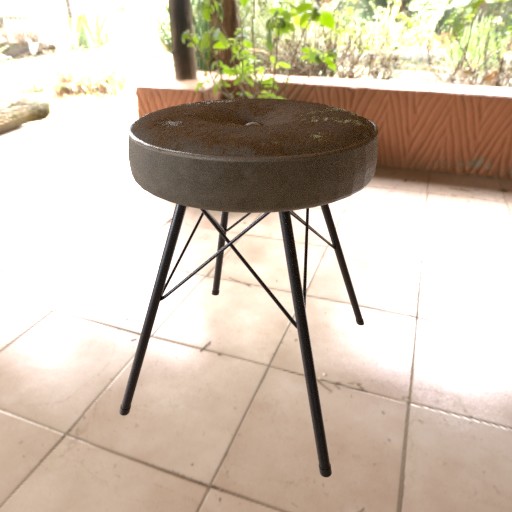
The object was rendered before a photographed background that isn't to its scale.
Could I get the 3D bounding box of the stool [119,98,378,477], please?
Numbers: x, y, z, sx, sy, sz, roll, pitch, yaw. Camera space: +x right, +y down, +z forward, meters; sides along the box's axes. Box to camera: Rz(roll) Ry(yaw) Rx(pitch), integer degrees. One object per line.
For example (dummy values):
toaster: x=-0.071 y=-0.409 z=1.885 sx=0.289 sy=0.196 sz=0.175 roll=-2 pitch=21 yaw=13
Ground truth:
stool: x=0.000 y=0.000 z=0.861 sx=0.423 sy=0.538 sz=0.457 roll=10 pitch=30 yaw=17
